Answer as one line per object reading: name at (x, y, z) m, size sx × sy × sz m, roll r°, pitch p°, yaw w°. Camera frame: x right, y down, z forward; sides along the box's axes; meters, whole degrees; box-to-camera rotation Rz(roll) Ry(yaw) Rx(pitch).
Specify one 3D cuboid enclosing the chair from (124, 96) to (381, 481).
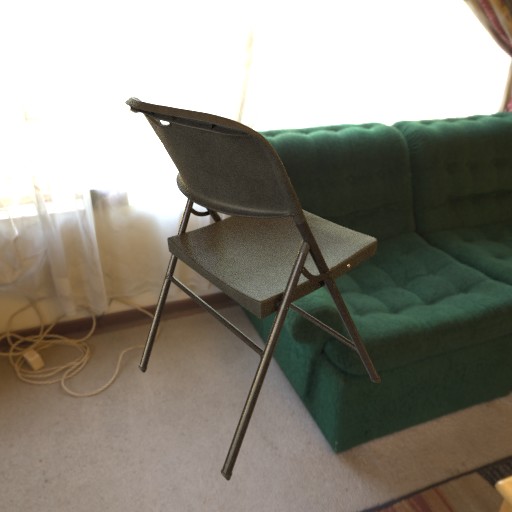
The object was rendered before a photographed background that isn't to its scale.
chair at (0.000, 0.000, 1.164) m, size 0.566 × 0.810 × 0.494 m, roll -18°, pitch 32°, yaw -33°
